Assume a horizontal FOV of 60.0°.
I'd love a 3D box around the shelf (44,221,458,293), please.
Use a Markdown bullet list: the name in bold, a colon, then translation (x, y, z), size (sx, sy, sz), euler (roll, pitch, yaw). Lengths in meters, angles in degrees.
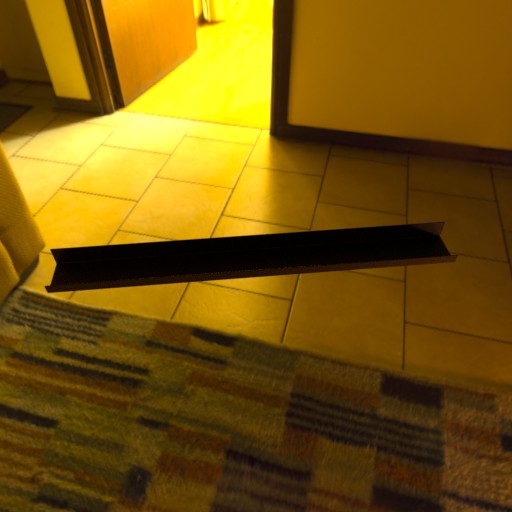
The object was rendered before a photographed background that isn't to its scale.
- **shelf**: translation (0.000, 0.000, 1.017), size (0.924, 0.049, 0.092), euler (-4, 46, -4)
